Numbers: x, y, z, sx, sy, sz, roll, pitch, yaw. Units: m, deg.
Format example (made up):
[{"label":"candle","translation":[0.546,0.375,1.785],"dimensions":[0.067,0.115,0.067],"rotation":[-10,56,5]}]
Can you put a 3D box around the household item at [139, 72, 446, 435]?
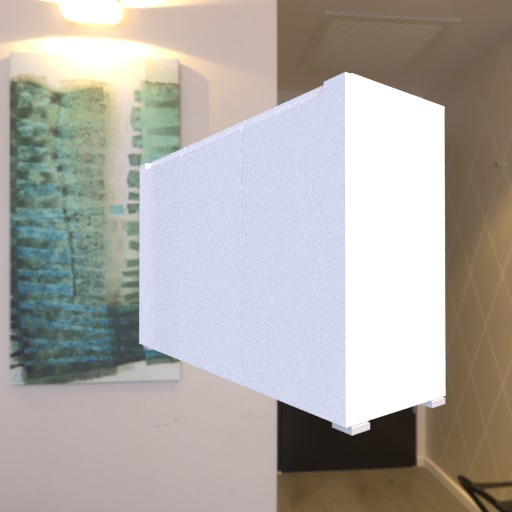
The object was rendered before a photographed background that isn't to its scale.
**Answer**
[{"label":"household item","translation":[0.000,0.000,1.696],"dimensions":[0.420,0.867,1.300],"rotation":[0,-1,-36]}]
